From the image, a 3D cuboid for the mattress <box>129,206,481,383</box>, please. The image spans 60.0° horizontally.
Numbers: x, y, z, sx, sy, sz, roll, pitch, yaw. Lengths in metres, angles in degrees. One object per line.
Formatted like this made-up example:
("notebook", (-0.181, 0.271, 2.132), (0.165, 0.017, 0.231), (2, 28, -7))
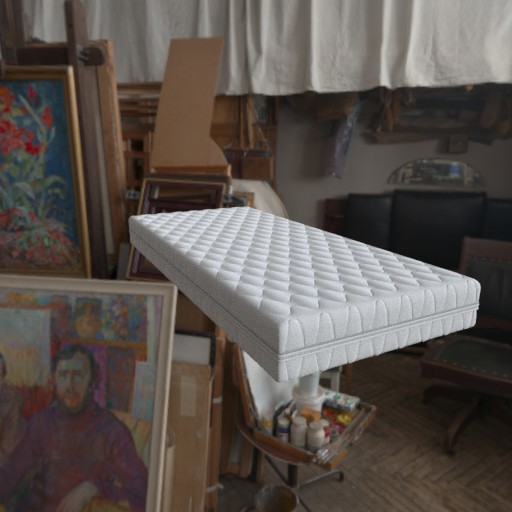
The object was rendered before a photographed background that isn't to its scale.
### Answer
("mattress", (0.000, 0.000, 2.352), (0.900, 0.200, 2.000), (-8, 17, -27))
